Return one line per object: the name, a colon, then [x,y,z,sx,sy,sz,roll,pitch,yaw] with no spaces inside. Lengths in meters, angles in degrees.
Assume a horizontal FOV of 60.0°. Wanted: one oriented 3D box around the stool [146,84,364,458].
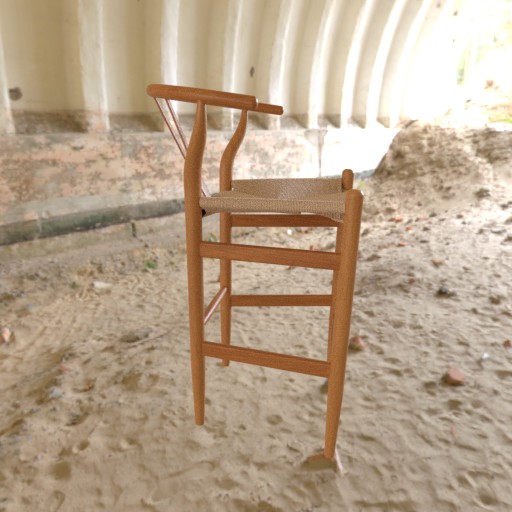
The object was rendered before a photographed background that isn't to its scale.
stool: [0.000,0.000,1.347,0.579,0.970,0.569,3,17,9]
